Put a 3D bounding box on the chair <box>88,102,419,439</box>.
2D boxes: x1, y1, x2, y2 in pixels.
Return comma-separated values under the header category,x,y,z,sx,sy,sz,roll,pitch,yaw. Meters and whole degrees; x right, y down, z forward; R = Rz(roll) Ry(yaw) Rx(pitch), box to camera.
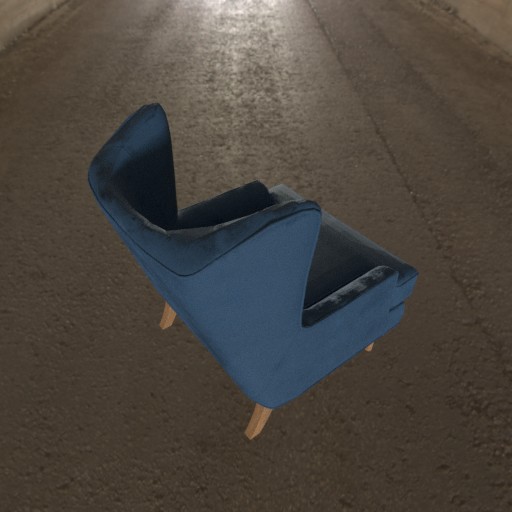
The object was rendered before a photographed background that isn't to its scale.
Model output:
category,x,y,z,sx,sy,sz,roll,pitch,yaw
chair,0.000,0.000,1.585,0.910,0.952,0.793,-26,47,-28
